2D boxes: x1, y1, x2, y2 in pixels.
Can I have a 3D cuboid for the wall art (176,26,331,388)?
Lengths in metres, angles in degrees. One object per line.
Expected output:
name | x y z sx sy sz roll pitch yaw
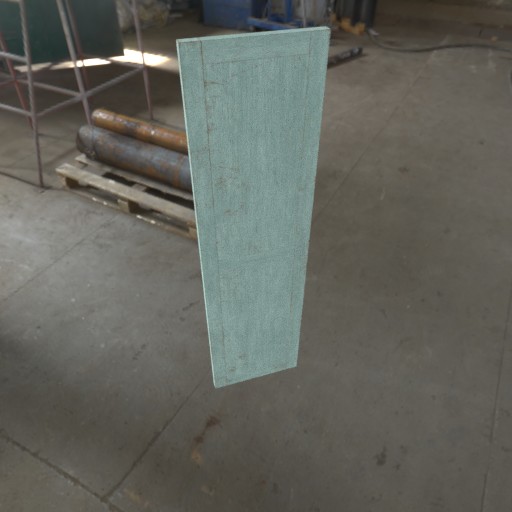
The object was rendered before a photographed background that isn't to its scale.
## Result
wall art | 0.000 0.000 1.318 0.329 1.219 0.025 -12 42 -13
